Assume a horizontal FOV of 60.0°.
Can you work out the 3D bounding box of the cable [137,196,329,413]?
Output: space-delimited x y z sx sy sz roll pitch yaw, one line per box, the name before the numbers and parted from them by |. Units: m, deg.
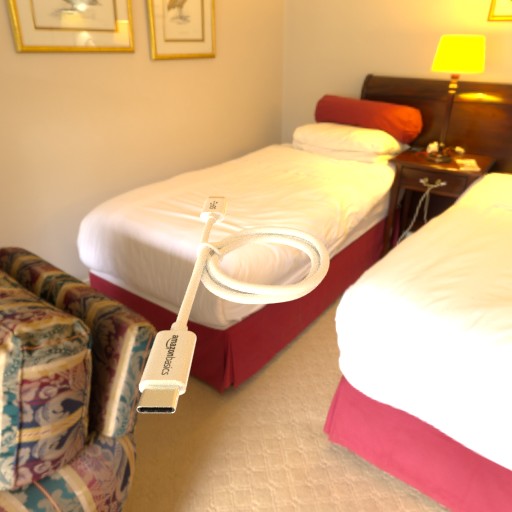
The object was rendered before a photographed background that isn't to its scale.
cable | 0.000 0.000 0.209 0.070 0.014 0.186 0 26 0
